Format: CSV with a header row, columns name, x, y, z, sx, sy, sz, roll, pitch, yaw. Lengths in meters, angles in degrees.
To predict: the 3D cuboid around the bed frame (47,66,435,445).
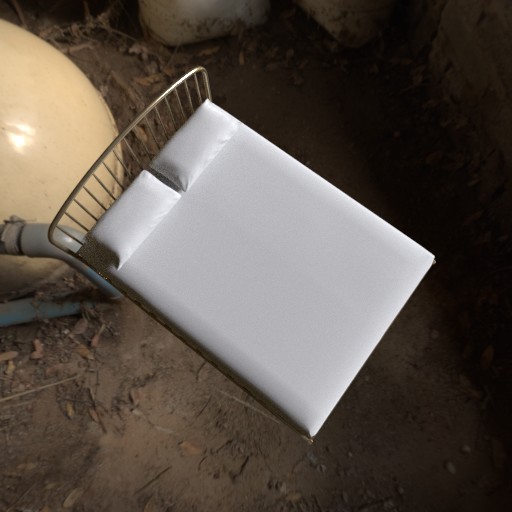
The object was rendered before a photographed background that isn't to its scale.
name,x,y,z,sx,sy,sz,roll,pitch,yaw
bed frame,0.000,0.000,3.187,2.152,1.175,1.612,36,79,8
